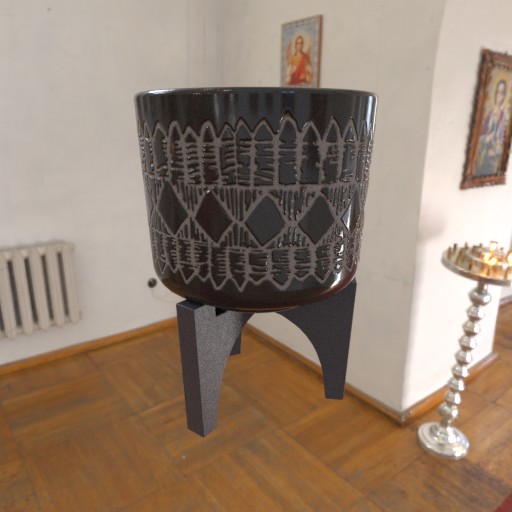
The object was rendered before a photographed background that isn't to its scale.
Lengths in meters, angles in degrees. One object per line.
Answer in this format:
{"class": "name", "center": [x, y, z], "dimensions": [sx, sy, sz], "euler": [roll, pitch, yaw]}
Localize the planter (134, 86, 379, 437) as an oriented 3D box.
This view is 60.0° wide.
{"class": "planter", "center": [0.000, 0.000, 0.519], "dimensions": [0.251, 0.355, 0.251], "euler": [2, 17, 7]}
